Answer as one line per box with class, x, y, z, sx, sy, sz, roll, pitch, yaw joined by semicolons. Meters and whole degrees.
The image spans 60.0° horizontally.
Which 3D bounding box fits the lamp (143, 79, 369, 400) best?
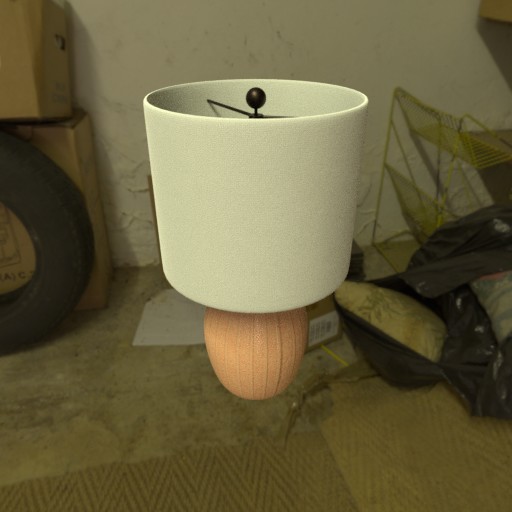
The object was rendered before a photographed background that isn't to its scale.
lamp;0.000;0.000;0.793;0.329;0.570;0.329;0;29;0
